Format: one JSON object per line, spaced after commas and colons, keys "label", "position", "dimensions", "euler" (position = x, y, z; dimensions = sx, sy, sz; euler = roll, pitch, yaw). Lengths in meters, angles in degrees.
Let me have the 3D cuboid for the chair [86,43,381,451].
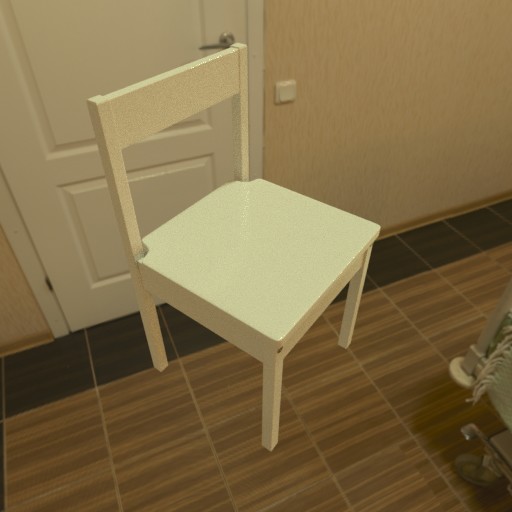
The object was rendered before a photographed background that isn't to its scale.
{"label": "chair", "position": [0.000, 0.000, 0.893], "dimensions": [0.361, 0.668, 0.367], "euler": [26, 47, 27]}
